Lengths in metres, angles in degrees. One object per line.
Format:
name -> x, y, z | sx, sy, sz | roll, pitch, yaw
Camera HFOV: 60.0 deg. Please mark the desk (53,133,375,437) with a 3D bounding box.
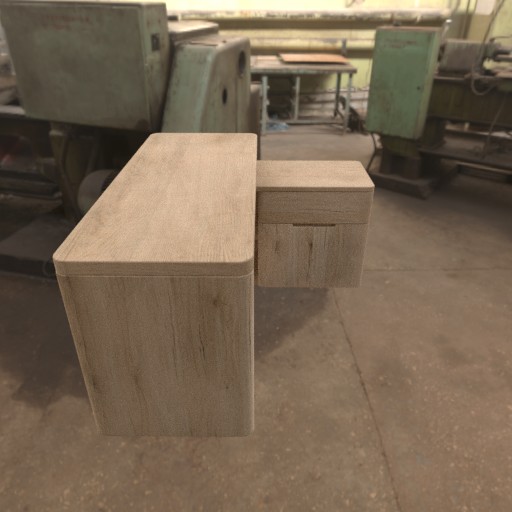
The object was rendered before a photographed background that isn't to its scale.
desk -> 0.000, 0.000, 2.055 | 1.175, 0.770, 1.400 | 0, 30, 0
